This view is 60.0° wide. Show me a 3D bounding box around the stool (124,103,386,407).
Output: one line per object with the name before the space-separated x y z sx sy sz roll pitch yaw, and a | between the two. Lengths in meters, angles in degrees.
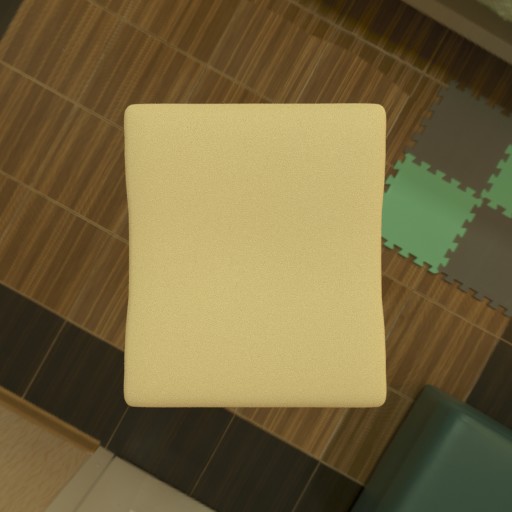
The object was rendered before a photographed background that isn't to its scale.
stool | 0.000 0.000 1.038 0.401 0.762 0.471 0 90 0
